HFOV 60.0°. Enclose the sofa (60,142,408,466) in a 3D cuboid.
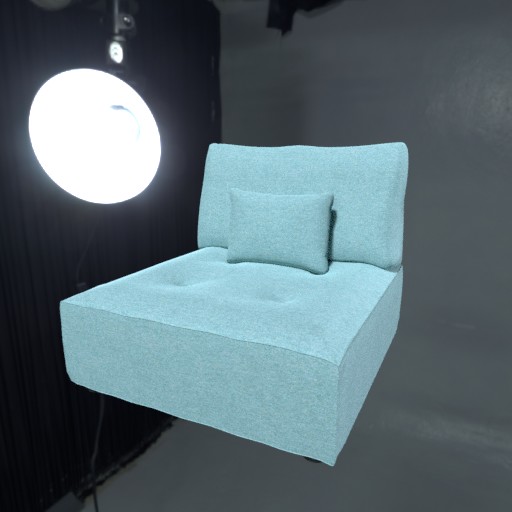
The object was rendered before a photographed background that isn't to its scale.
[{"bbox_3d":[0.000,0.000,1.642,0.930,0.820,1.000,7,15,25],"label":"sofa"}]
